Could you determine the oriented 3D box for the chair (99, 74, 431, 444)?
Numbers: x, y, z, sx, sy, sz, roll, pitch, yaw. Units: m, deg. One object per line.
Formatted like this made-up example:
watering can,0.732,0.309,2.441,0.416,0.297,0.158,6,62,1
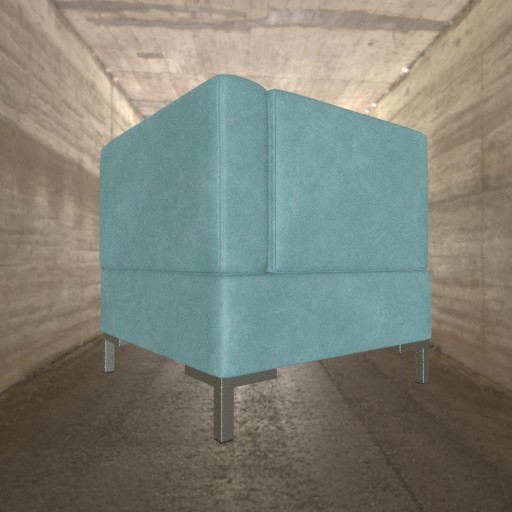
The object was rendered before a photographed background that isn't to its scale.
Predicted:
chair,0.000,0.000,1.219,0.680,0.660,0.680,0,-1,-37
